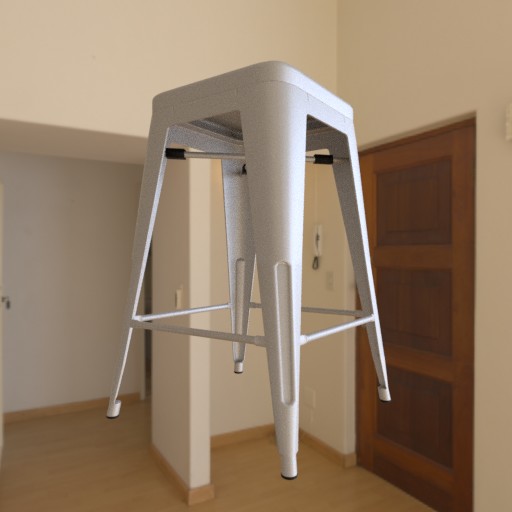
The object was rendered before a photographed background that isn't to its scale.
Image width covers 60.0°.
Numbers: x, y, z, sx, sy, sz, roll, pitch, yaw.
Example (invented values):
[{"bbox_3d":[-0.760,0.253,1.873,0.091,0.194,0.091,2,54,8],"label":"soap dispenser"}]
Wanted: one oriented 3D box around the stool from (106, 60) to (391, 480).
[{"bbox_3d":[0.000,0.000,0.878,0.410,0.608,0.410,0,0,35],"label":"stool"}]
